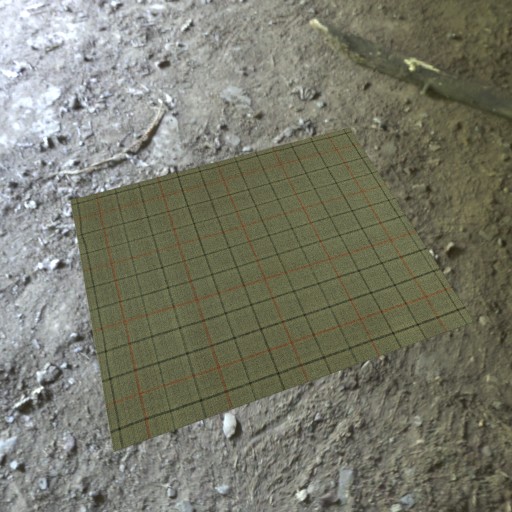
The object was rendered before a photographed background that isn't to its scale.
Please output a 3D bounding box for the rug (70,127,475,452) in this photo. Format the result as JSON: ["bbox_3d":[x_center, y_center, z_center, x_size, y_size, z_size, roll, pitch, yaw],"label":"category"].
[{"bbox_3d":[0.000,0.000,4.063,3.048,0.012,2.444,-17,61,-10],"label":"rug"}]
